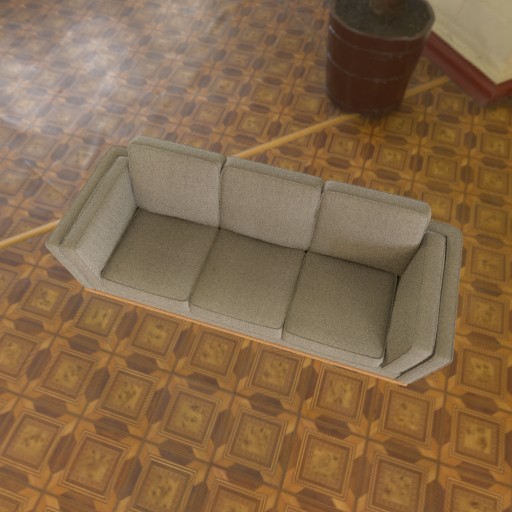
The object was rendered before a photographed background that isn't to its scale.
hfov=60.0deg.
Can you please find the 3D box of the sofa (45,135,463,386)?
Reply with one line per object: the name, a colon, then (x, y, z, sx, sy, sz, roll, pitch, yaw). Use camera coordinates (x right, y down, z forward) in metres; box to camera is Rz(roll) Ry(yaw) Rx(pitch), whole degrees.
sofa: (0.000, 0.000, 2.826, 2.362, 0.899, 0.903, 15, 60, 9)
